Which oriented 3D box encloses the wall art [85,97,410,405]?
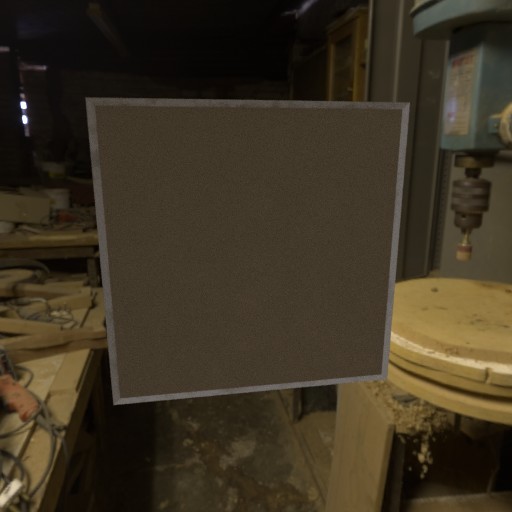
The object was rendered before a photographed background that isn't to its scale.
[{"bbox_3d":[0.000,0.000,0.763,0.508,0.506,0.029,-2,15,-9],"label":"wall art"}]
